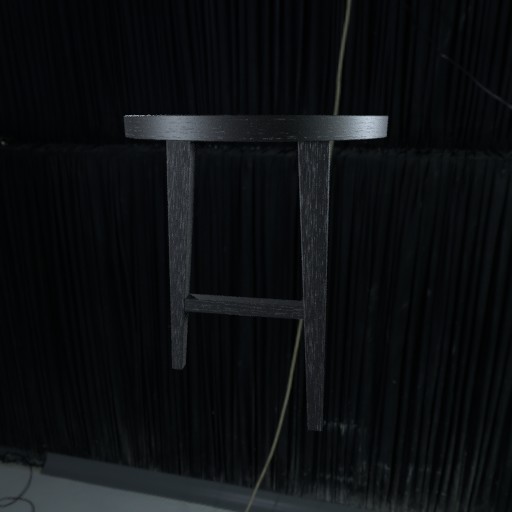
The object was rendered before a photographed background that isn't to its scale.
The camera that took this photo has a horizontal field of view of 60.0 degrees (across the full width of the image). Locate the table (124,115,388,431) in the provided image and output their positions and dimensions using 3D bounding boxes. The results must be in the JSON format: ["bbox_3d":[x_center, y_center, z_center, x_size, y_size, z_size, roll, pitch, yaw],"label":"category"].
[{"bbox_3d":[0.000,0.000,0.763,0.399,0.460,0.399,0,17,0],"label":"table"}]
